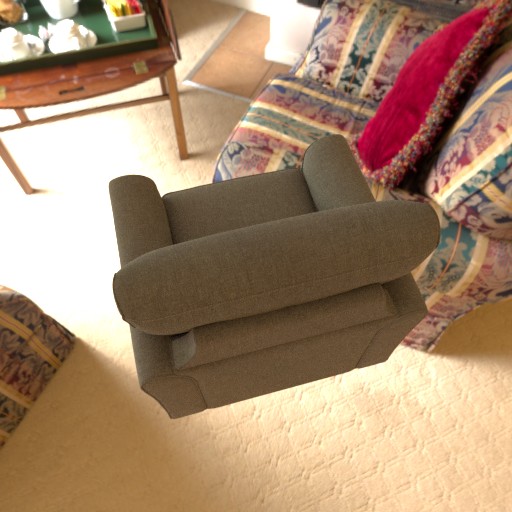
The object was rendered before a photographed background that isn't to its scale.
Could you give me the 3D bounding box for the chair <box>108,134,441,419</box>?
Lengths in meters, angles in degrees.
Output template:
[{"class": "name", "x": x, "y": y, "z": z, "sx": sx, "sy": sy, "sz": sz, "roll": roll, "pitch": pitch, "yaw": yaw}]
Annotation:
[{"class": "chair", "x": 0.000, "y": 0.000, "z": 1.612, "sx": 0.941, "sy": 0.890, "sz": 0.816, "roll": -13, "pitch": 59, "yaw": -8}]
